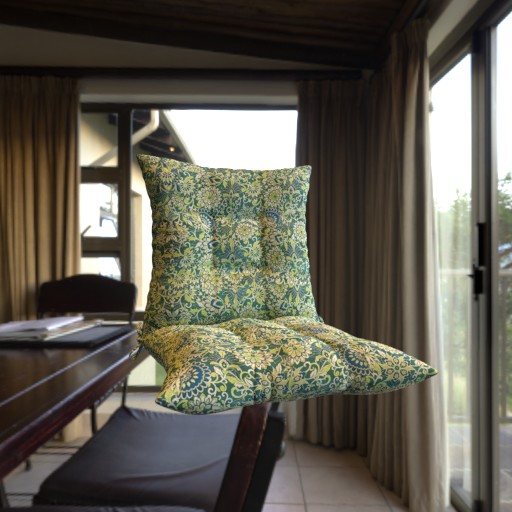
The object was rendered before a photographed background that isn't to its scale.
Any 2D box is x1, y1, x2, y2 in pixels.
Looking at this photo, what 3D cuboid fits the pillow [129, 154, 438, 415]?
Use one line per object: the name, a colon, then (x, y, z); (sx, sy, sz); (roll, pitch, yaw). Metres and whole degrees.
pillow: (0.000, 0.000, 1.000); (0.541, 0.536, 0.585); (0, 0, -18)
